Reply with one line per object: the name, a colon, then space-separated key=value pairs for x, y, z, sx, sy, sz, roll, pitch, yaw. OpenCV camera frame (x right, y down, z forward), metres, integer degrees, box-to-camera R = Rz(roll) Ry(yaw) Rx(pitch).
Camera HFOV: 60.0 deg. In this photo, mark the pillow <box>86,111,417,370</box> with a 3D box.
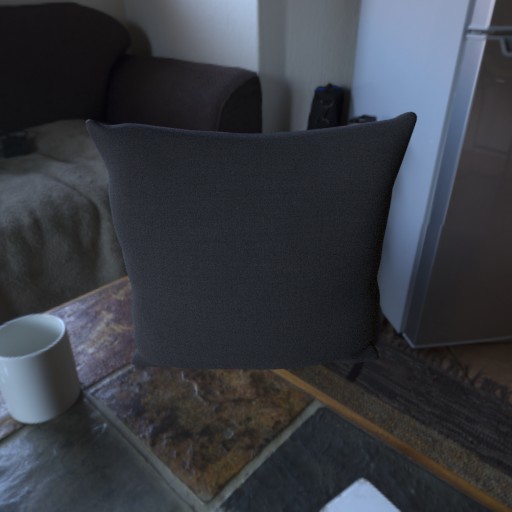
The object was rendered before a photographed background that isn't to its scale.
pillow: x=0.000 y=0.000 z=0.783 sx=0.503 sy=0.496 sz=0.208 roll=-1 pitch=30 yaw=-2
